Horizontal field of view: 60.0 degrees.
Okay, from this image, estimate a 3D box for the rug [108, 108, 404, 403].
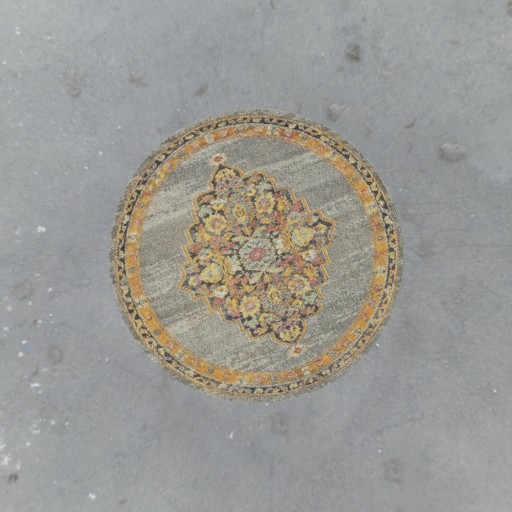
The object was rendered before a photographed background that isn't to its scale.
[{"bbox_3d":[0.000,0.000,3.576,2.382,0.014,2.382,0,90,0],"label":"rug"}]
